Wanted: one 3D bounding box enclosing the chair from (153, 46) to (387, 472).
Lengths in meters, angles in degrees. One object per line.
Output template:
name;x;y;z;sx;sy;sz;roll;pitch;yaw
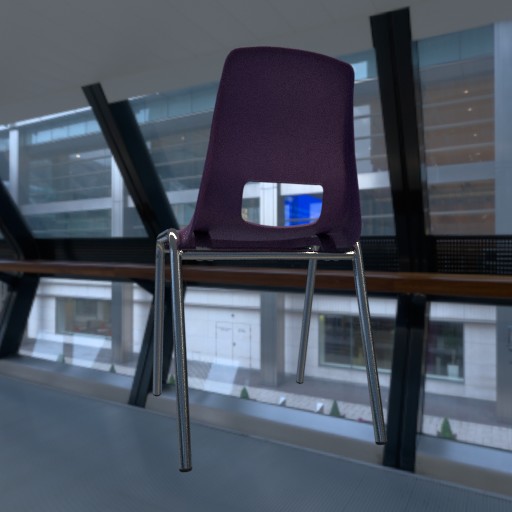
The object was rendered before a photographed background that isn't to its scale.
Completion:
chair;0.000;0.000;0.898;0.381;0.654;0.432;0;0;-17
